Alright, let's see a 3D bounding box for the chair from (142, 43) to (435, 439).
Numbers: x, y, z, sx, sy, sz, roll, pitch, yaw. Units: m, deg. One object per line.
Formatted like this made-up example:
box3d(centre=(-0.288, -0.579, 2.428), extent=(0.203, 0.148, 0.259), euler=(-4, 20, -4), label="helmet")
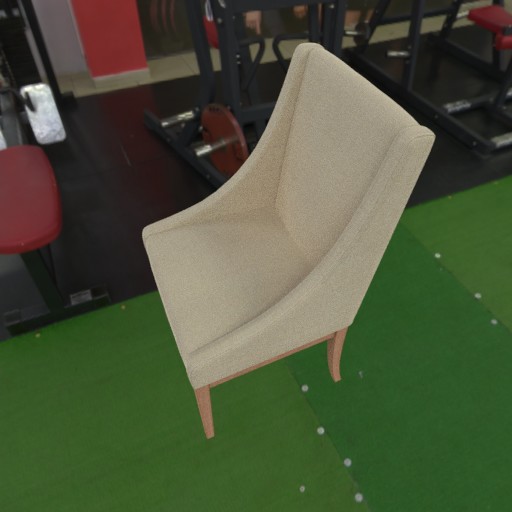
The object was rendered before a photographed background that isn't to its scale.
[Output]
box3d(centre=(0.000, 0.000, 1.368), extent=(0.611, 1.021, 0.575), euler=(-16, 49, -15), label="chair")
